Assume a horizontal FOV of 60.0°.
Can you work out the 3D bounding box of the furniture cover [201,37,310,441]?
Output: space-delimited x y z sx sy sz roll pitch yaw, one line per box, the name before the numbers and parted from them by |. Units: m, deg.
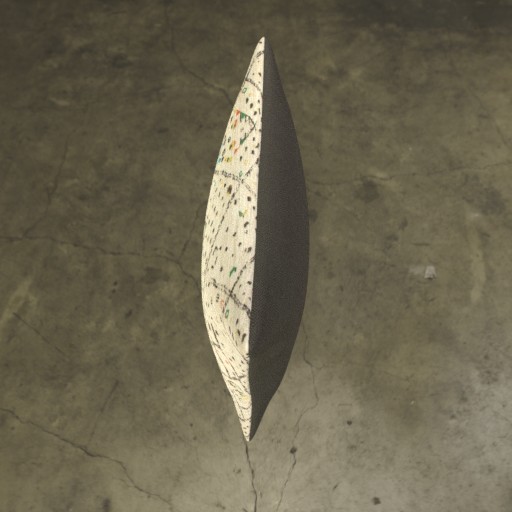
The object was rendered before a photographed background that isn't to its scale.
furniture cover | 0.000 0.000 0.769 0.180 0.498 0.525 2 58 1
